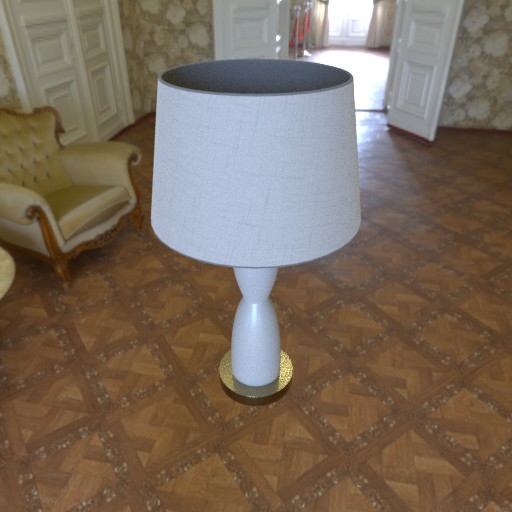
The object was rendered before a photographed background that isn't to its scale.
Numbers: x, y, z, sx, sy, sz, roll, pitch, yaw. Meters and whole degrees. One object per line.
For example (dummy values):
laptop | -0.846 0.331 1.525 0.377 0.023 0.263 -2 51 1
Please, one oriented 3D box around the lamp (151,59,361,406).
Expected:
lamp | 0.000 0.000 0.706 0.309 0.545 0.309 0 32 0
